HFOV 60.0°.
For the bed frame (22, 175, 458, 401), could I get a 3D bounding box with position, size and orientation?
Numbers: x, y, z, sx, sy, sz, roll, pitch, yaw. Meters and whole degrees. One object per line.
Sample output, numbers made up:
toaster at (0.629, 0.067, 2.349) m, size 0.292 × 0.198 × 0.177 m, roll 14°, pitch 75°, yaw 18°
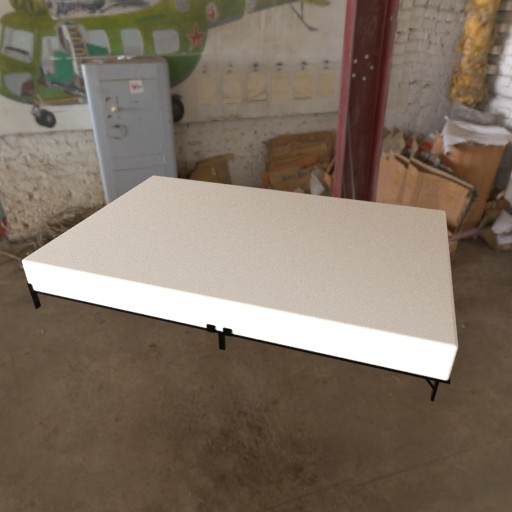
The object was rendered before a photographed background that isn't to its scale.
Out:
bed frame at (0.000, 0.000, 3.717) m, size 2.987 × 0.440 × 1.930 m, roll 9°, pitch 31°, yaw 16°
